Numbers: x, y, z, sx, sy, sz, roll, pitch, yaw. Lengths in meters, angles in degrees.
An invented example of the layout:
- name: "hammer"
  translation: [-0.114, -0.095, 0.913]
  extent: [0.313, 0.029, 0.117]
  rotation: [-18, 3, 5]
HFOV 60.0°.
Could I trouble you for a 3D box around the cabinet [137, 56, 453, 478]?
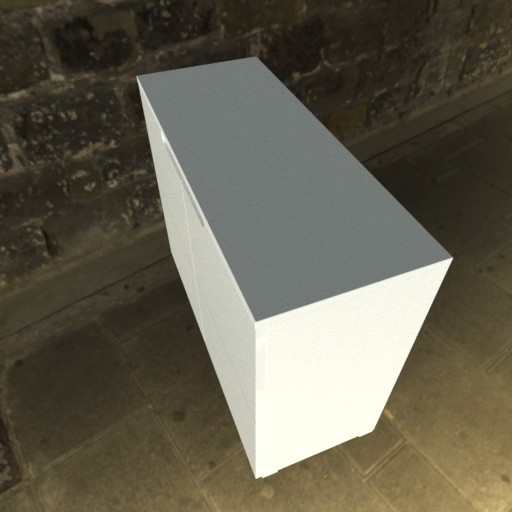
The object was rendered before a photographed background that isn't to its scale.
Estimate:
- name: "cabinet"
  translation: [0.000, 0.000, 1.391]
  extent: [0.400, 0.800, 1.000]
  rotation: [-16, 48, -15]
